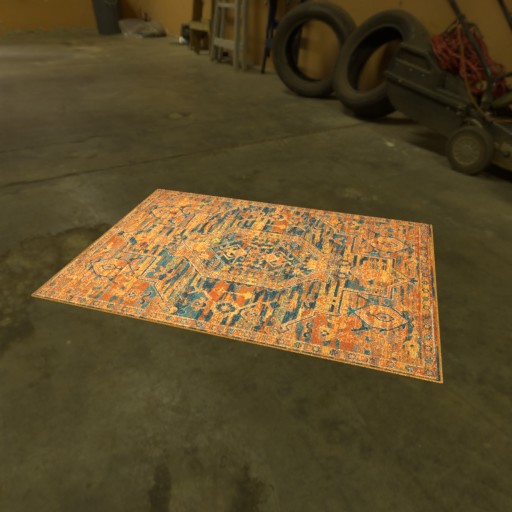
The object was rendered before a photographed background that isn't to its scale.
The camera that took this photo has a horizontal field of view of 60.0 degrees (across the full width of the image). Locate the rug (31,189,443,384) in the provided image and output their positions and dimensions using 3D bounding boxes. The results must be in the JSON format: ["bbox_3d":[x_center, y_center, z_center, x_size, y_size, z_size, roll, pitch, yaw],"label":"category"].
[{"bbox_3d":[0.000,0.000,3.786,2.916,0.019,2.043,9,34,14],"label":"rug"}]
